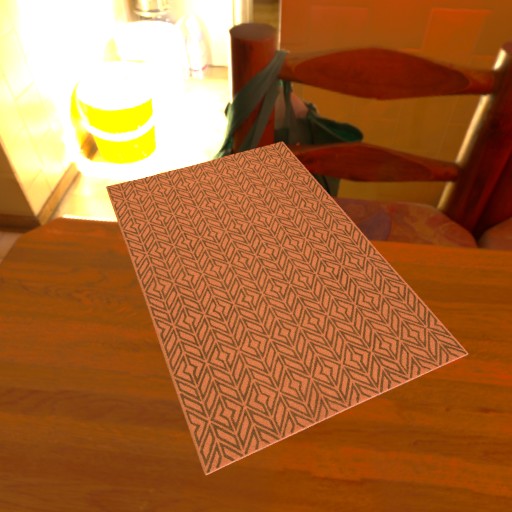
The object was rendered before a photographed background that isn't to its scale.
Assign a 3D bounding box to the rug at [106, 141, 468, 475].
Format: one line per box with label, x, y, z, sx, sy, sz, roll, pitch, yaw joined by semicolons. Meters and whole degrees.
rug;0.000;0.000;2.339;1.220;0.007;1.828;-18;50;-16
